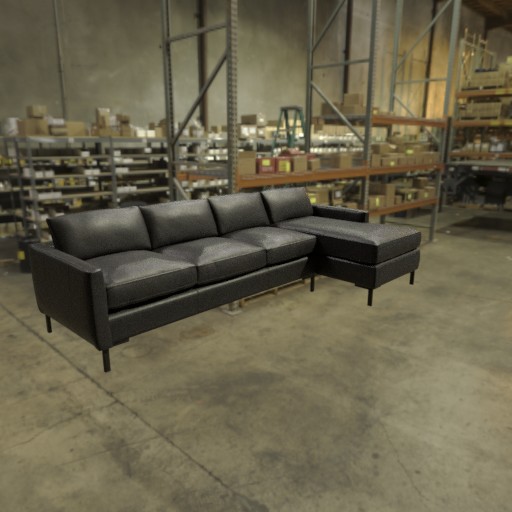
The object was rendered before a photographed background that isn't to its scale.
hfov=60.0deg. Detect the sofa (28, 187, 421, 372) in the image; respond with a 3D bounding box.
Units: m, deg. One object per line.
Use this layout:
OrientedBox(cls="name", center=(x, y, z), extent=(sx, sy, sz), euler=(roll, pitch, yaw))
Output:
OrientedBox(cls="sofa", center=(0.000, 0.000, 3.603), extent=(1.471, 0.859, 2.993), euler=(14, 20, 42))
